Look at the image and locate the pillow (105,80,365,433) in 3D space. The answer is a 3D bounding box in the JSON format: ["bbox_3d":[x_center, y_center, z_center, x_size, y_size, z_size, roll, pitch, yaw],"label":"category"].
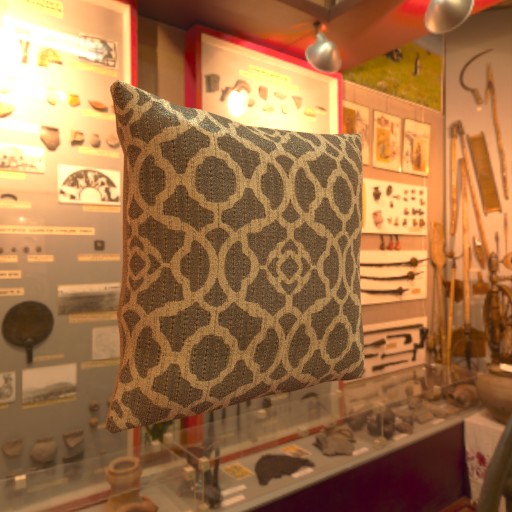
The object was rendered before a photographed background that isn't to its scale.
[{"bbox_3d":[0.000,0.000,0.765,0.508,0.498,0.215,0,0,-35],"label":"pillow"}]
